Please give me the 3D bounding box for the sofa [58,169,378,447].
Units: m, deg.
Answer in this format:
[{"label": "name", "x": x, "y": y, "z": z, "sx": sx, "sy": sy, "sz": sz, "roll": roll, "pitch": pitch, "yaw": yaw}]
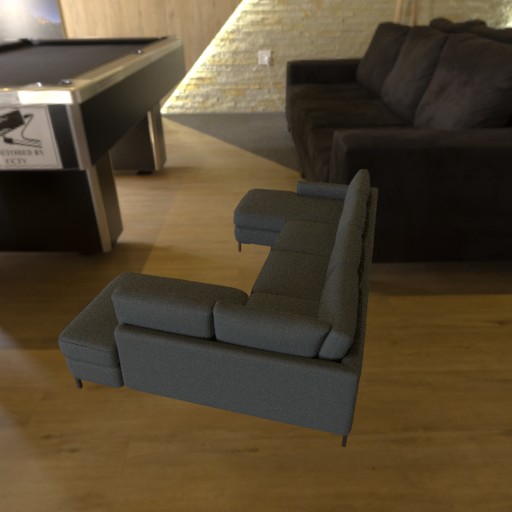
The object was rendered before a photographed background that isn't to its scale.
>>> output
[{"label": "sofa", "x": 0.000, "y": 0.000, "z": 3.950, "sx": 1.984, "sy": 0.858, "sz": 2.975, "roll": 8, "pitch": 31, "yaw": 13}]
